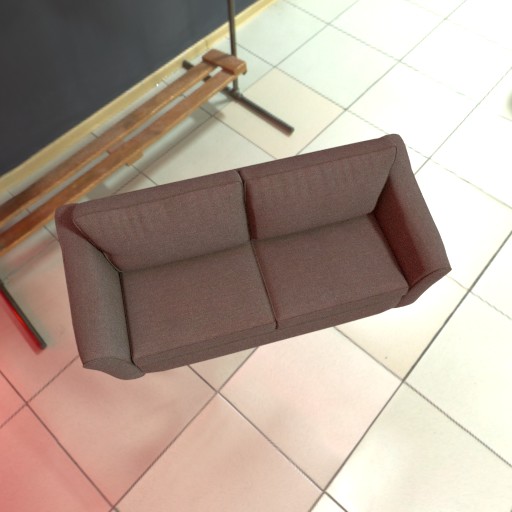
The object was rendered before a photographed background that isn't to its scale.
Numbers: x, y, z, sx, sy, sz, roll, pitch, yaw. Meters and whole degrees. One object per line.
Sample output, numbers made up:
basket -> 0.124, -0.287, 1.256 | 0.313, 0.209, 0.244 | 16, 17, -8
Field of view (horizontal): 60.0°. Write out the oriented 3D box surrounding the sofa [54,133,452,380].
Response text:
sofa -> 0.000, 0.000, 2.838 | 2.270, 0.906, 0.986 | -14, 63, -7
